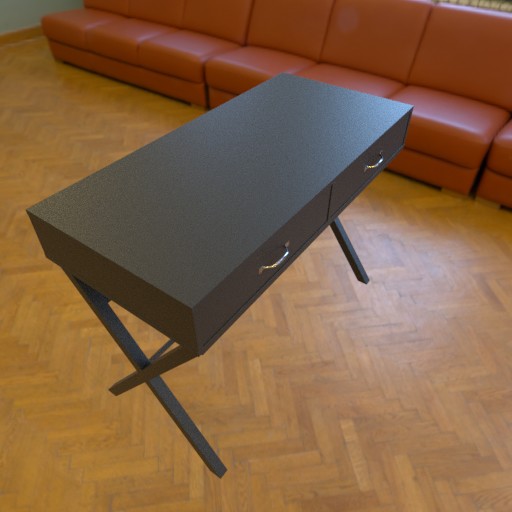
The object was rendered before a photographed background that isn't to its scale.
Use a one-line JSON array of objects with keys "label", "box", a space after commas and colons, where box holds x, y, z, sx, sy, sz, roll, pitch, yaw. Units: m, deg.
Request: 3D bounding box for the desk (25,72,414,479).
[{"label": "desk", "box": [0.000, 0.000, 1.468, 0.525, 0.780, 1.057, 26, 48, 26]}]
